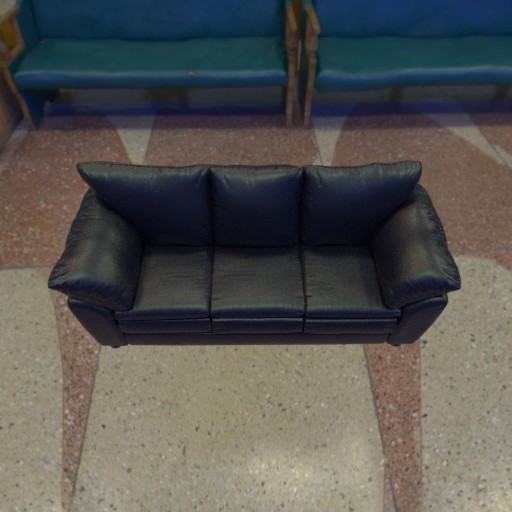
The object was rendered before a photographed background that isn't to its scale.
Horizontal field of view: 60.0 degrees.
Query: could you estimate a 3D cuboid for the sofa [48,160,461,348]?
[{"bbox_3d":[0.000,0.000,2.898,2.336,1.073,0.880,0,47,0],"label":"sofa"}]
